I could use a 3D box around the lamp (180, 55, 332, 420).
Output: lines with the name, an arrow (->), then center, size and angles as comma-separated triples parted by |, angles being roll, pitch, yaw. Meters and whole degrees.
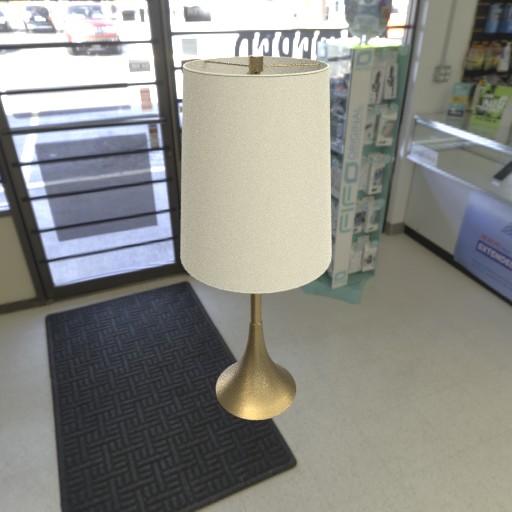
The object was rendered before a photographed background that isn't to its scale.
lamp -> 0.000, 0.000, 0.688 | 0.231, 0.569, 0.231 | 0, 30, 0
